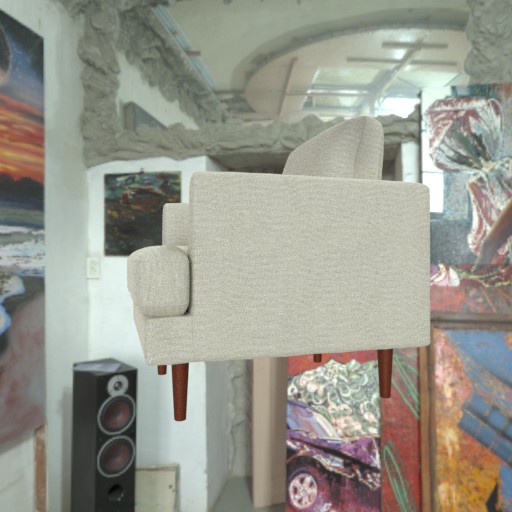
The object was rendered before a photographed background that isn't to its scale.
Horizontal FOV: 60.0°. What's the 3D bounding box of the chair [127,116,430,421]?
[{"bbox_3d":[0.000,0.000,1.637,0.899,0.957,0.858,0,0,-18],"label":"chair"}]
